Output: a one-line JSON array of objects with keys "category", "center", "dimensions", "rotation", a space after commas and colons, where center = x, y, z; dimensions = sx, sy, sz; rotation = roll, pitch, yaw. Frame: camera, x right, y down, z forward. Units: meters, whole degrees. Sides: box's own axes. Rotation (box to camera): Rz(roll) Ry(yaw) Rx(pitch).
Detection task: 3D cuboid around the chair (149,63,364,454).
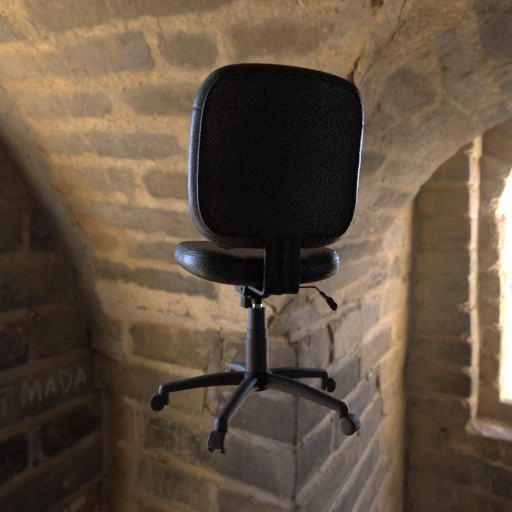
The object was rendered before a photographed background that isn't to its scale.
[{"category": "chair", "center": [0.000, 0.000, 1.391], "dimensions": [0.647, 0.959, 0.646], "rotation": [0, 1, -18]}]
